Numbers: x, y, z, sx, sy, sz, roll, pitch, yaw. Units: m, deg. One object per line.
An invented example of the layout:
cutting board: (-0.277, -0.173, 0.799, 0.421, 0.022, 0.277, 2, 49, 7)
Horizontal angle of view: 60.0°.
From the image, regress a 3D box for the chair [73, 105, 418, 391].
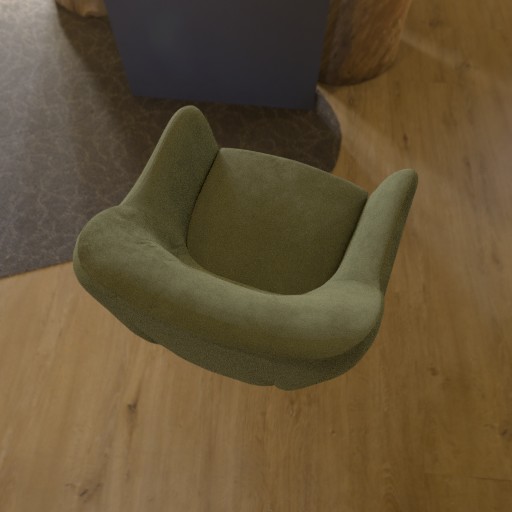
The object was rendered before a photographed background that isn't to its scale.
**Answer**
chair: (0.000, 0.000, 1.478, 0.840, 0.804, 0.819, 19, 65, 9)
